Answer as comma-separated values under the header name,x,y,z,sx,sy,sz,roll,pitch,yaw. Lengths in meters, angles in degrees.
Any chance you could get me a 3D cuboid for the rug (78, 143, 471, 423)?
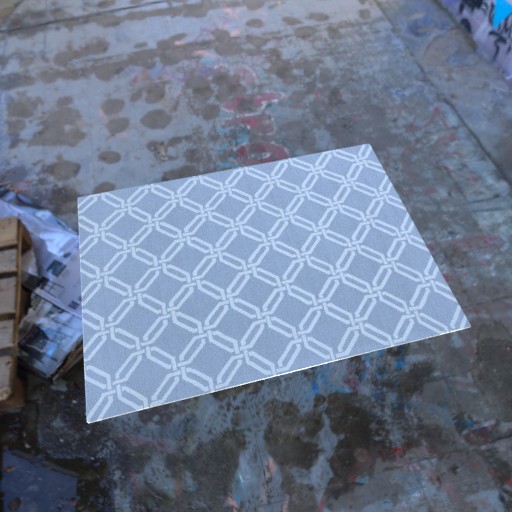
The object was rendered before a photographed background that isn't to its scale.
name,x,y,z,sx,sy,sz,roll,pitch,yaw
rug,0.000,0.000,2.760,2.133,0.013,1.522,-12,58,-8
